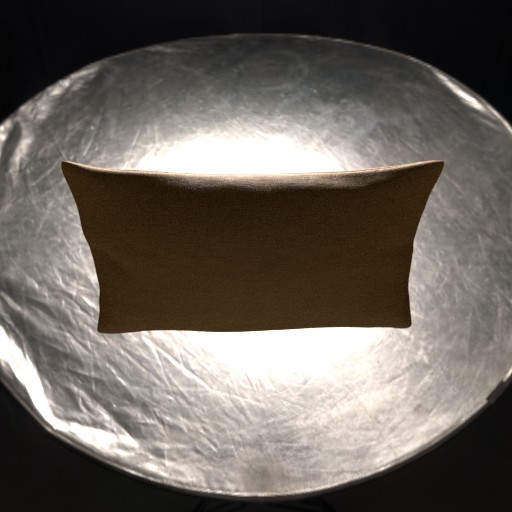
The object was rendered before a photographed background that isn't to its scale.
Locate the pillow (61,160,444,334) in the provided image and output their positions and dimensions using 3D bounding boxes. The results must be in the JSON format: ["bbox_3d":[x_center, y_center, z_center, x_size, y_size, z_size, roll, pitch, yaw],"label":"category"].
[{"bbox_3d":[0.000,0.000,0.803,0.634,0.354,0.210,-1,30,-2],"label":"pillow"}]
